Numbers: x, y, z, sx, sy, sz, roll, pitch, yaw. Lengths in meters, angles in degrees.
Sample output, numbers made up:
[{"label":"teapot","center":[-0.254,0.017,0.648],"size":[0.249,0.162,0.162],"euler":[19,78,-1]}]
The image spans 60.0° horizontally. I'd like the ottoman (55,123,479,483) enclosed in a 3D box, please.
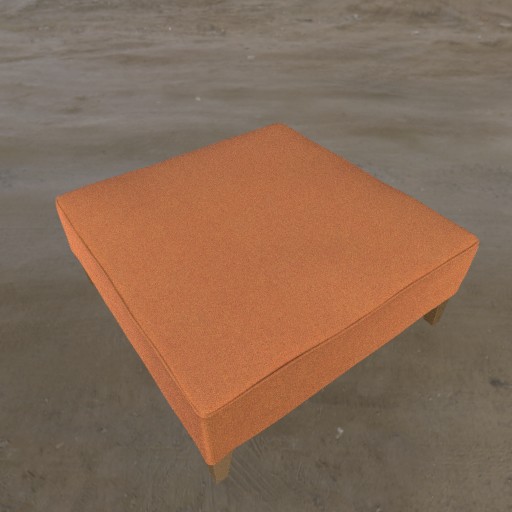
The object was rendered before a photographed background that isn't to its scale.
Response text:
[{"label":"ottoman","center":[0.000,0.000,1.527],"size":[0.999,0.438,0.997],"euler":[-26,48,-26]}]
